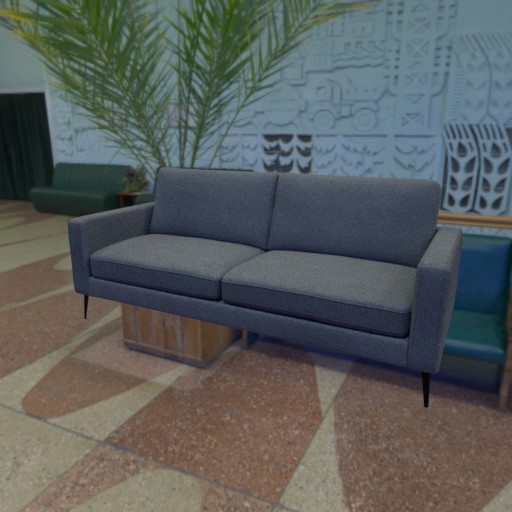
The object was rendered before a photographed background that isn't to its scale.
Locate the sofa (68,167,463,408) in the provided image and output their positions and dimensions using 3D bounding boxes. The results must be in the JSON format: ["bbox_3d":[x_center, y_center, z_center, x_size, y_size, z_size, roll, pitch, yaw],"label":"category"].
[{"bbox_3d":[0.000,0.000,2.335,1.925,0.828,0.774,8,17,26],"label":"sofa"}]
